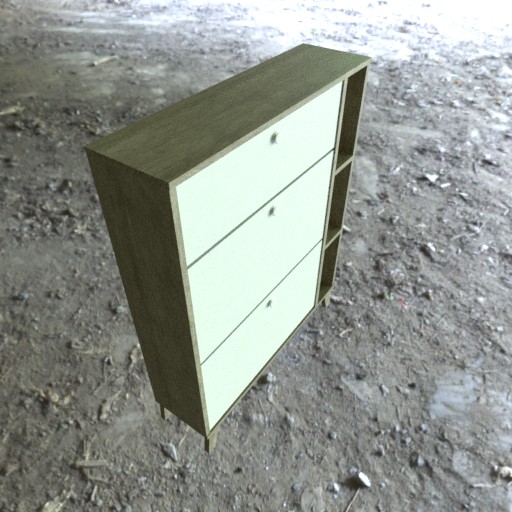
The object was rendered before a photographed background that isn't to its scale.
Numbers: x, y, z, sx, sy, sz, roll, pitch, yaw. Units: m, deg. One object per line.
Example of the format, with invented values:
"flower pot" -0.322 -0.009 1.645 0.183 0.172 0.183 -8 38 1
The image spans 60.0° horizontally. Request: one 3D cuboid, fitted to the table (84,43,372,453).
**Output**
"table" 0.000 0.000 1.538 0.256 1.135 0.902 25 47 26
